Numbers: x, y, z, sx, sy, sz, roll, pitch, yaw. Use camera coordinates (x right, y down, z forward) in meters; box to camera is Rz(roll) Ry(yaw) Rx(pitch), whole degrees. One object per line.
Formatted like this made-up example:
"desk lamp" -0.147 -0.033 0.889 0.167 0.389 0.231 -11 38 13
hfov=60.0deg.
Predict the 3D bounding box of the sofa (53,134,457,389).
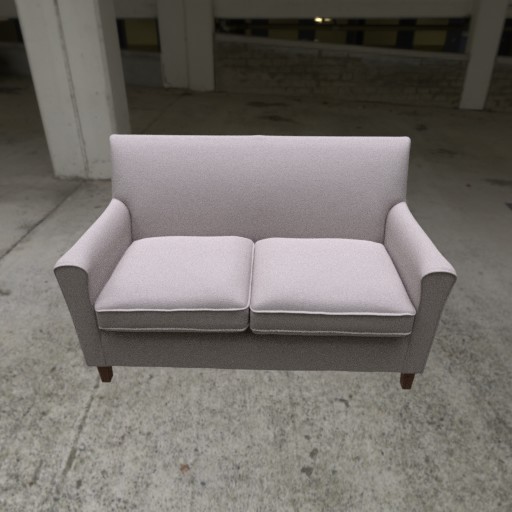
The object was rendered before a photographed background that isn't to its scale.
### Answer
"sofa" 0.000 0.000 2.030 1.482 0.890 0.888 1 29 2
